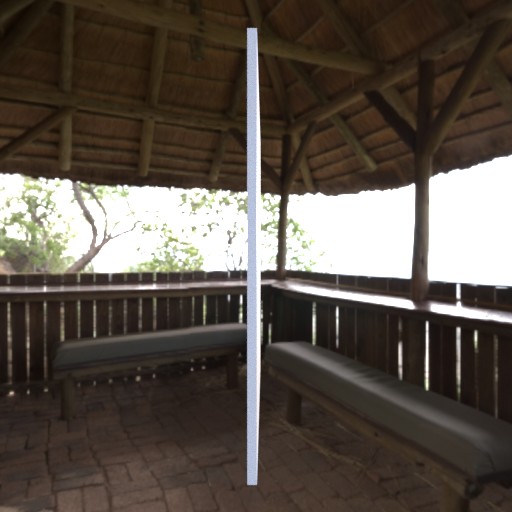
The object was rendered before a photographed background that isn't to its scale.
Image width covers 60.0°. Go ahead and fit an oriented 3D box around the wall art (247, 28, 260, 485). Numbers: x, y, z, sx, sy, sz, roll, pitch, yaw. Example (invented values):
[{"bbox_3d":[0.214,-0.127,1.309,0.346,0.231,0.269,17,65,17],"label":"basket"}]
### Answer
[{"bbox_3d":[0.000,0.000,0.819,0.012,0.557,0.557,0,0,1],"label":"wall art"}]
